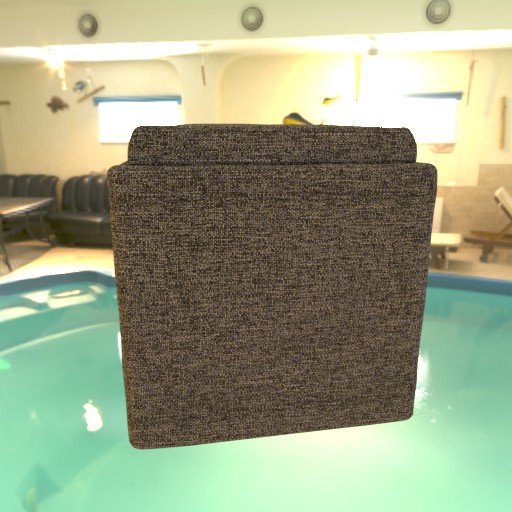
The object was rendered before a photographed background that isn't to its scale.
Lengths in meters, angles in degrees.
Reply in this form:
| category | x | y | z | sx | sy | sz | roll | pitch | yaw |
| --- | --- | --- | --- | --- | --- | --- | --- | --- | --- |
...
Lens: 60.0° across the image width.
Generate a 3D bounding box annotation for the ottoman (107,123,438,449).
| category | x | y | z | sx | sy | sz | roll | pitch | yaw |
| --- | --- | --- | --- | --- | --- | --- | --- | --- | --- |
| ottoman | 0.000 | 0.000 | 0.819 | 0.450 | 0.463 | 0.450 | -3 | 15 | -10 |
